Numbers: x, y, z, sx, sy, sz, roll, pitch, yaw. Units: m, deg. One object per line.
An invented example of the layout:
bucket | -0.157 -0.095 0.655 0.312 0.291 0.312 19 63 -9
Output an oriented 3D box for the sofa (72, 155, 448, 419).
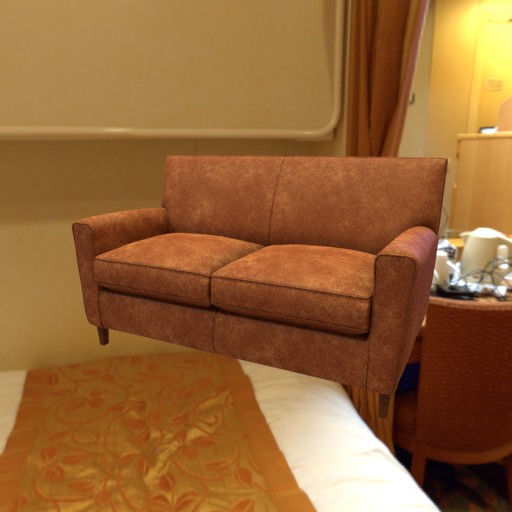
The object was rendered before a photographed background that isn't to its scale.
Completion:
sofa | 0.000 0.000 2.000 1.473 0.871 0.787 7 15 26
